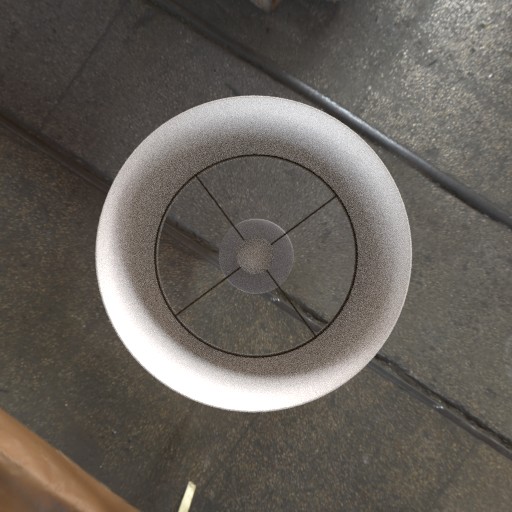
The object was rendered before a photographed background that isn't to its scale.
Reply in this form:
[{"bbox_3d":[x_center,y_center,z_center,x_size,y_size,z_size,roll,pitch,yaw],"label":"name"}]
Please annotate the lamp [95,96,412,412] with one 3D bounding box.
[{"bbox_3d":[0.000,0.000,0.510,0.229,0.380,0.229,0,89,1],"label":"lamp"}]
